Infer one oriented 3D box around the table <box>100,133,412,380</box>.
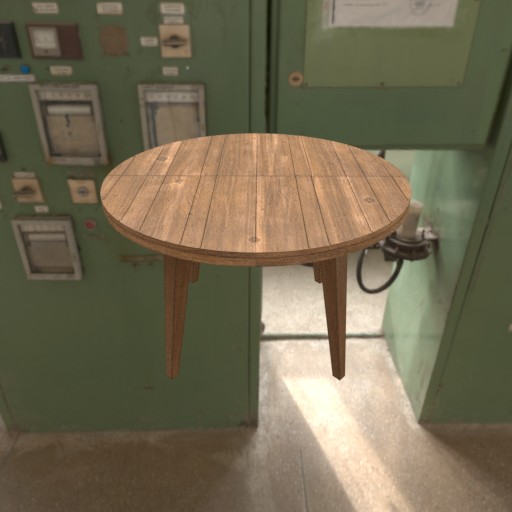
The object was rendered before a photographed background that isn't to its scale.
[{"bbox_3d":[0.000,0.000,2.003,1.213,0.764,1.213,0,31,0],"label":"table"}]
